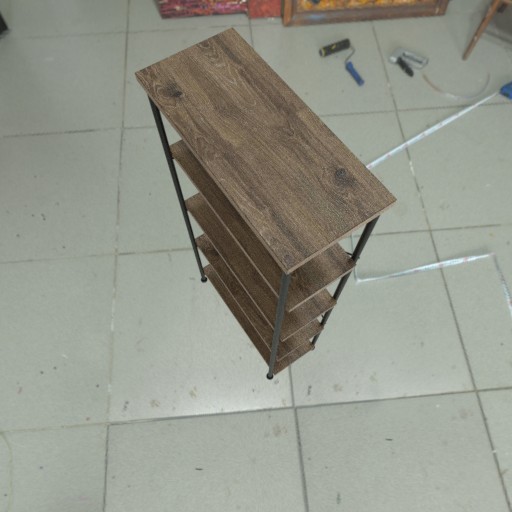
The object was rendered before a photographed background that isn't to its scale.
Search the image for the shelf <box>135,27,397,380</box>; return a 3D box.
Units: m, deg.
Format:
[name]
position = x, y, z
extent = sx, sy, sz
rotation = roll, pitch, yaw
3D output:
[shelf]
position = 0.000, 0.000, 2.039
extent = 0.360, 1.700, 0.800
rotation = -32, 69, -14
